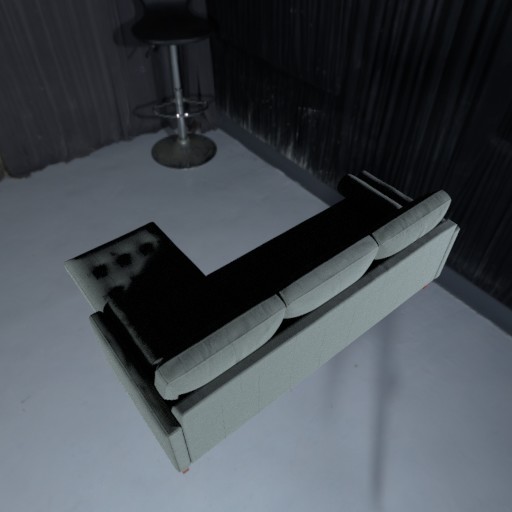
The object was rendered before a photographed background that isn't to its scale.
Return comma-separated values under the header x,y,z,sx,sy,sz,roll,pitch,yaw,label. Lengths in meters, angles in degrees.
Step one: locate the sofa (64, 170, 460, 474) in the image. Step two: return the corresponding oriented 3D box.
x,y,z,sx,sy,sz,roll,pitch,yaw,label
0.000,0.000,2.897,2.178,0.876,1.506,-30,52,-26,sofa
